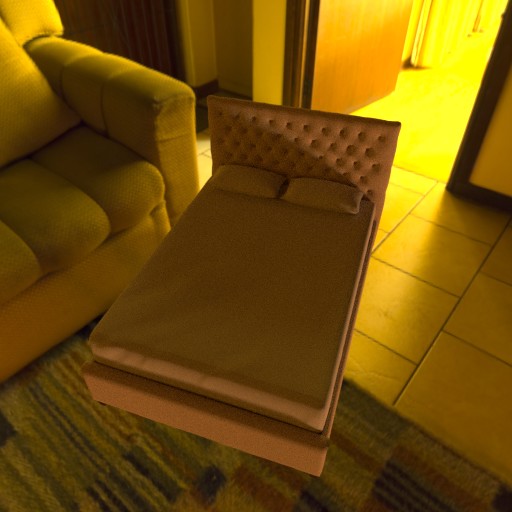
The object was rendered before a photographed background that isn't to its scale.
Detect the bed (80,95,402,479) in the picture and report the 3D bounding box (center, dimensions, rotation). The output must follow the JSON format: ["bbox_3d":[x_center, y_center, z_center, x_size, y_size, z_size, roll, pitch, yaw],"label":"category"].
[{"bbox_3d":[0.000,0.000,3.400,1.698,1.427,2.387,13,43,14],"label":"bed"}]
